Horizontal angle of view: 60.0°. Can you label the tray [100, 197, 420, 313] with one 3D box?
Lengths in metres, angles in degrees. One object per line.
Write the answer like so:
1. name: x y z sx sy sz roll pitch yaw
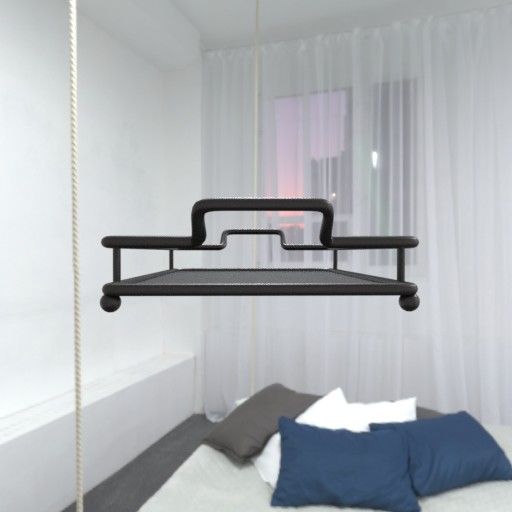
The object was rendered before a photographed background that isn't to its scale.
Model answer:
1. tray: 0.000 0.000 0.610 0.297 0.101 0.495 0 0 -1
